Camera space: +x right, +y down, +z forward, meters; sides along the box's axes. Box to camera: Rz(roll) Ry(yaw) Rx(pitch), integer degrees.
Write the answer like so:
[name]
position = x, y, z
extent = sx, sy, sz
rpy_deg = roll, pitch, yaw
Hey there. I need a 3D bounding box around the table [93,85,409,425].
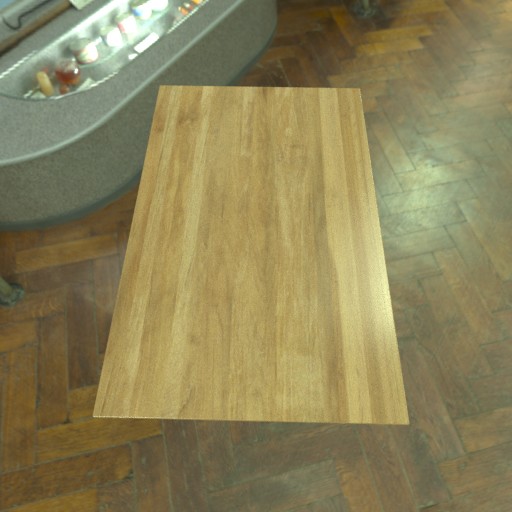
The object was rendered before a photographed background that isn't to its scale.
[table]
position = 0.000, 0.000, 1.437
extent = 0.692, 0.441, 1.100
rpy_deg = 1, 59, 1
